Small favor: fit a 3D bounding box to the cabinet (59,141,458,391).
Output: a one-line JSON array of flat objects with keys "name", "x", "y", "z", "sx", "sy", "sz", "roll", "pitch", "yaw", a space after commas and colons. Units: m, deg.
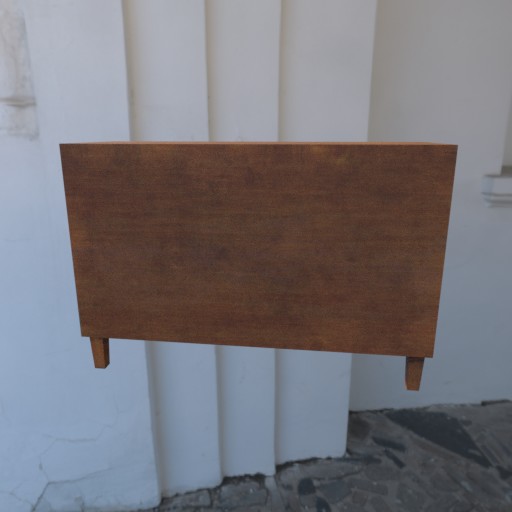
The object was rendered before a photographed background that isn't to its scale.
[{"name": "cabinet", "x": 0.000, "y": 0.000, "z": 1.626, "sx": 1.204, "sy": 0.805, "sz": 0.403, "roll": 2, "pitch": 16, "yaw": 7}]
